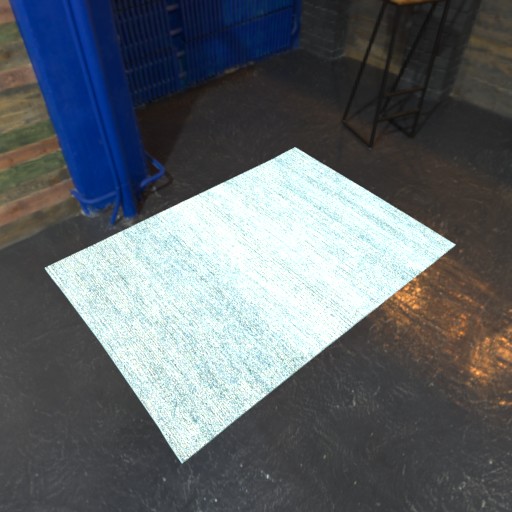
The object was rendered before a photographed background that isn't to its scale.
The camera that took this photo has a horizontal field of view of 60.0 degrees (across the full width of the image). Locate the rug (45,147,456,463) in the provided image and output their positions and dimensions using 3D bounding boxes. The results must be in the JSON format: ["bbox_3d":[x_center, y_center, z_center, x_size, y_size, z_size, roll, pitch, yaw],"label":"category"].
[{"bbox_3d":[0.000,0.000,2.972,2.260,0.026,1.611,-31,53,-27],"label":"rug"}]
